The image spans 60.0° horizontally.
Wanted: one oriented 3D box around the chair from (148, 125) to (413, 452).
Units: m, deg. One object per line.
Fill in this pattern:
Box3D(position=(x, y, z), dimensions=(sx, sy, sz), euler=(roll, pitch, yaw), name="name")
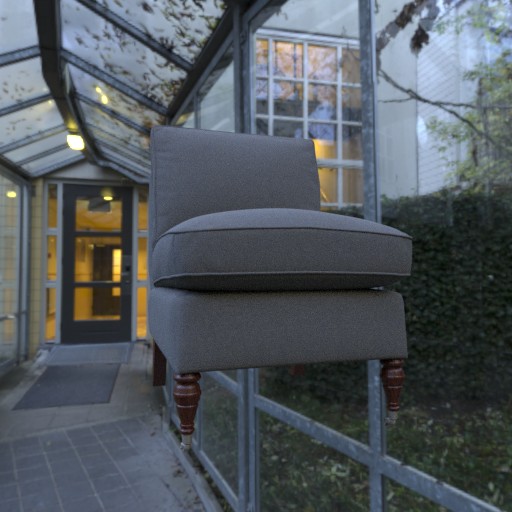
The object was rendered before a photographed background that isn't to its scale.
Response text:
Box3D(position=(0.000, 0.000, 1.598), dimensions=(0.724, 1.045, 0.924), euler=(1, -2, -18), name="chair")
